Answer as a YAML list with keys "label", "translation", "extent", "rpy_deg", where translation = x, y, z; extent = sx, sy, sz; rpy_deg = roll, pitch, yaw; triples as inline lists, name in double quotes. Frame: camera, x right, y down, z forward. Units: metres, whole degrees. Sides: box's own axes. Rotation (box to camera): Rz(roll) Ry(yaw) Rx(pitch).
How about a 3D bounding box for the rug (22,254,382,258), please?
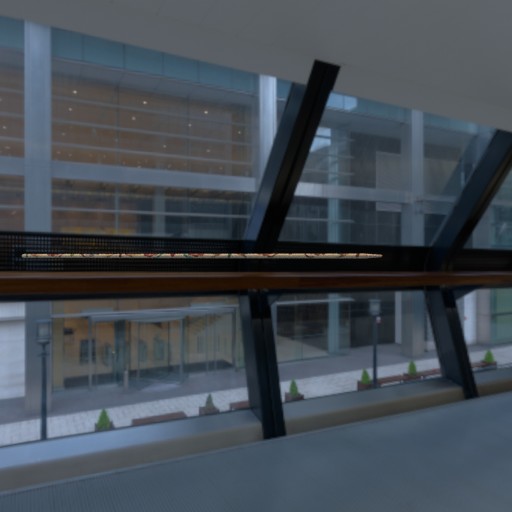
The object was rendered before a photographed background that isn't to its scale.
- label: "rug"
  translation: [0.000, 0.000, 2.315]
  extent: [1.226, 0.013, 1.838]
  rpy_deg: [0, 0, 17]
